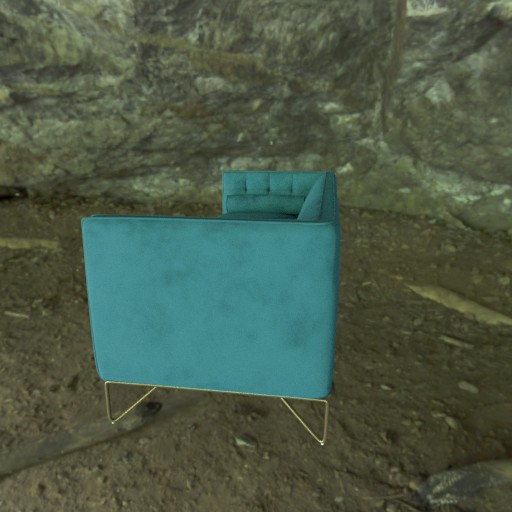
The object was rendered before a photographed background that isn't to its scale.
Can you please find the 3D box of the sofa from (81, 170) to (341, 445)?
[{"bbox_3d":[0.000,0.000,2.463,0.867,0.789,2.087,2,15,9],"label":"sofa"}]
